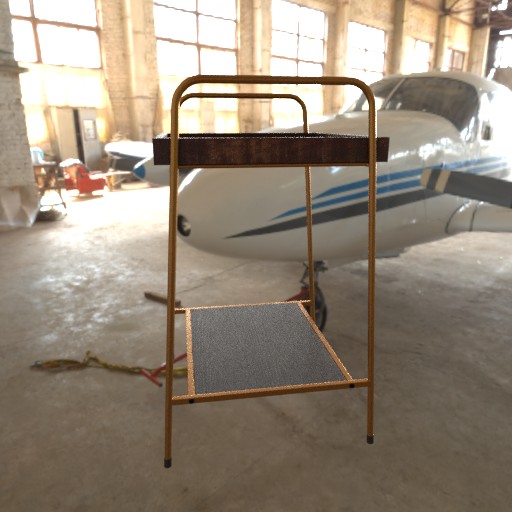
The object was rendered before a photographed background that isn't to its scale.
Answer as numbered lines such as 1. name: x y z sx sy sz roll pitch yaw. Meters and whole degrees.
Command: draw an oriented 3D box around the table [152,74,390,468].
1. table: 0.000 0.000 0.990 0.430 0.710 0.430 -3 17 -9
